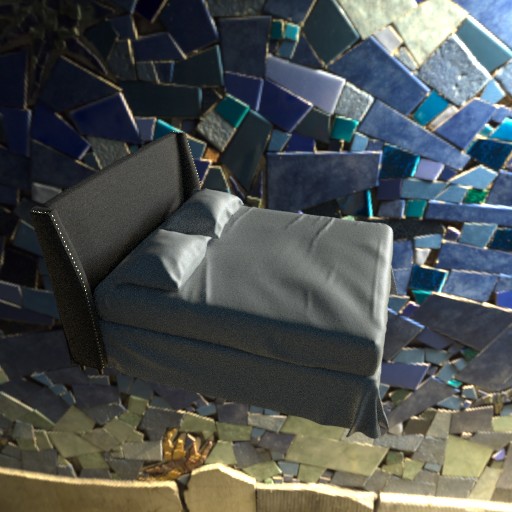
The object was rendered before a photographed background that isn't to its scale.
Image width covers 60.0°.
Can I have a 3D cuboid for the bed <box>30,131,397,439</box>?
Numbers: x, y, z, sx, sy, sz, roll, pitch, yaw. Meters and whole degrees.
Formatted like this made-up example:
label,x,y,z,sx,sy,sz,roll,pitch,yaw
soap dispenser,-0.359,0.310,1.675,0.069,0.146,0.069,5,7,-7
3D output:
label,x,y,z,sx,sy,sz,roll,pitch,yaw
bed,0.000,0.000,3.451,2.276,1.332,1.925,9,32,15
